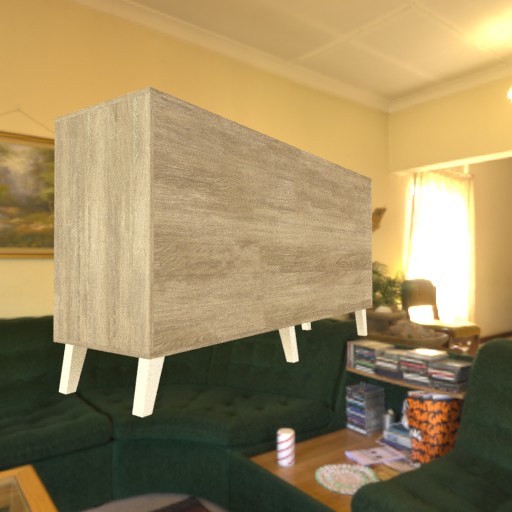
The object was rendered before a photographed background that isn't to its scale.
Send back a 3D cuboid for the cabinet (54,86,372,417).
[{"bbox_3d":[0.000,0.000,1.939,0.450,0.870,1.600,0,-1,35],"label":"cabinet"}]
